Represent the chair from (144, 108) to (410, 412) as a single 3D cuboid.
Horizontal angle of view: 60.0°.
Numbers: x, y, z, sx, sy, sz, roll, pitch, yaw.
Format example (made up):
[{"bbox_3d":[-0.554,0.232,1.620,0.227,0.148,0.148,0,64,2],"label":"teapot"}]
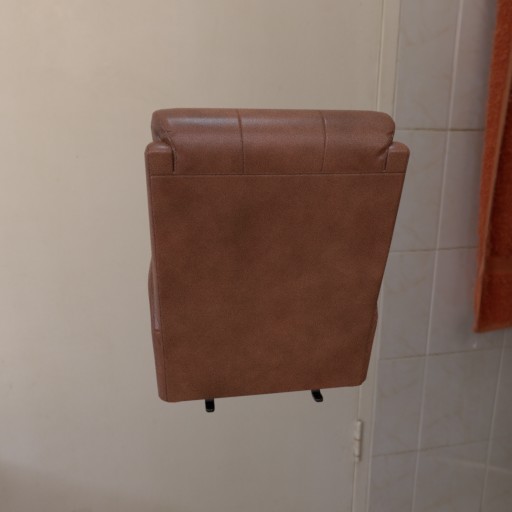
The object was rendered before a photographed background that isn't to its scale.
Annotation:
[{"bbox_3d":[0.000,0.000,1.701,0.787,1.016,0.939,-2,14,-9],"label":"chair"}]
